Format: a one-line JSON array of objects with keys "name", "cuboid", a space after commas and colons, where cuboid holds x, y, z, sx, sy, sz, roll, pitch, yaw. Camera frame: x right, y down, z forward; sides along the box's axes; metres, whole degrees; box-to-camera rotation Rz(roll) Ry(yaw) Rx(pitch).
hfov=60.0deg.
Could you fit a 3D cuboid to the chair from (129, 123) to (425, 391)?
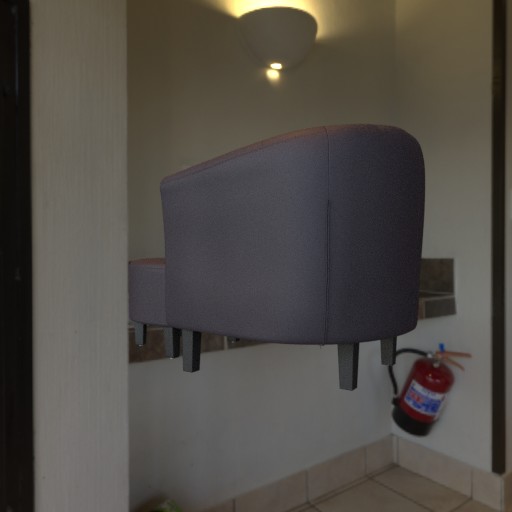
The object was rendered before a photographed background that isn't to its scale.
[{"name": "chair", "cuboid": [0.000, 0.000, 1.662, 1.191, 0.760, 0.763, 0, 1, 35]}]
